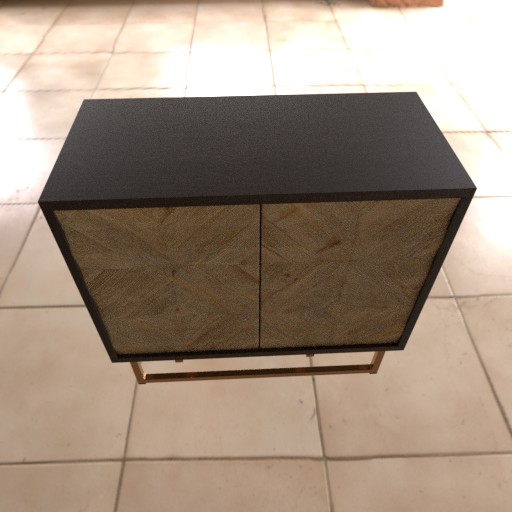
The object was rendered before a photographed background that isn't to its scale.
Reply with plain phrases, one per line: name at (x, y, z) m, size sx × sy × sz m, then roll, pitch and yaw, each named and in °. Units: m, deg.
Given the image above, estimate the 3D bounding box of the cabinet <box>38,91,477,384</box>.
cabinet at (0.000, 0.000, 1.423) m, size 0.950 × 0.860 × 0.451 m, roll -2°, pitch 47°, yaw -2°
